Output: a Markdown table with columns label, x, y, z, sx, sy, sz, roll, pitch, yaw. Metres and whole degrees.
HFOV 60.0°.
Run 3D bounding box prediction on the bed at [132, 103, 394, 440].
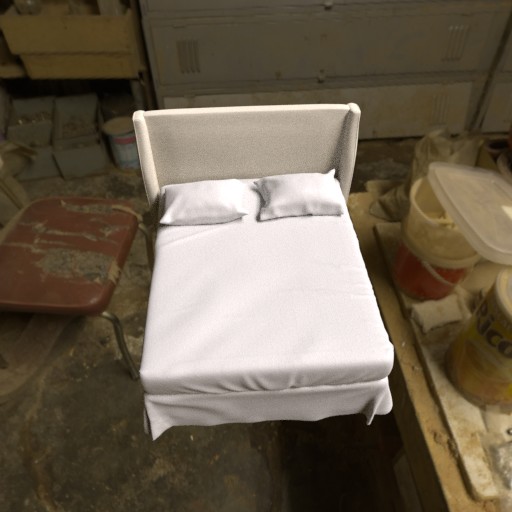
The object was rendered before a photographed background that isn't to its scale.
| label | x | y | z | sx | sy | sz | roll | pitch | yaw |
| --- | --- | --- | --- | --- | --- | --- | --- | --- | --- |
| bed | 0.000 | 0.000 | 3.476 | 1.925 | 1.332 | 2.276 | -3 | 48 | -3 |
